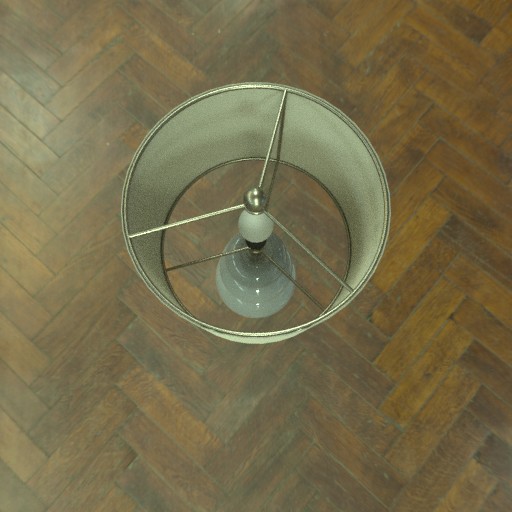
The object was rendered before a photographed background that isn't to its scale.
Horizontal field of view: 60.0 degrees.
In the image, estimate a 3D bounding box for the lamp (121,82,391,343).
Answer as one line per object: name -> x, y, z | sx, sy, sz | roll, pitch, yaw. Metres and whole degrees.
lamp -> 0.000, 0.000, 0.933 | 0.367, 0.730, 0.367 | -33, 79, -7
